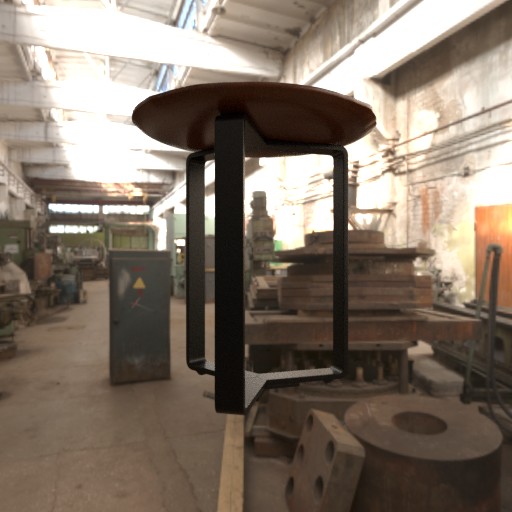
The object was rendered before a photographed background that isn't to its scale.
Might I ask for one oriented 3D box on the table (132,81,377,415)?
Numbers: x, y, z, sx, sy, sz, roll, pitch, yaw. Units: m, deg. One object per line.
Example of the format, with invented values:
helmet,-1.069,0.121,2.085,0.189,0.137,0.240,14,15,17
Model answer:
table,0.000,0.000,0.760,0.410,0.450,0.380,0,0,-17
